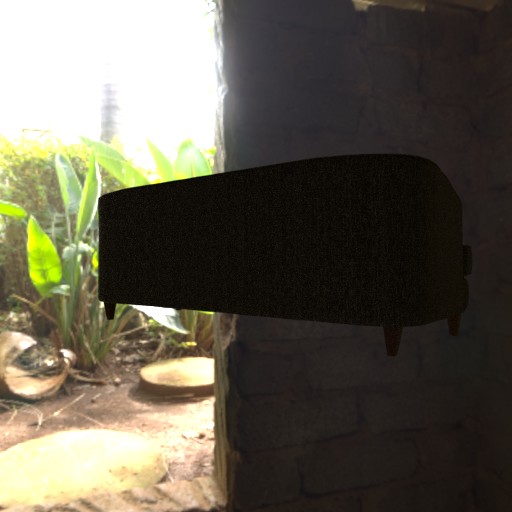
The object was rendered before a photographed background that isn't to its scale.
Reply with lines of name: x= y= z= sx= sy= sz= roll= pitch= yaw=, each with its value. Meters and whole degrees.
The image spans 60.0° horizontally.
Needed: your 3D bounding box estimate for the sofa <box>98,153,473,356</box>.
sofa: x=0.000 y=0.000 z=2.714 sx=2.278 sy=0.855 sz=0.941 roll=-1 pitch=-1 yaw=37
